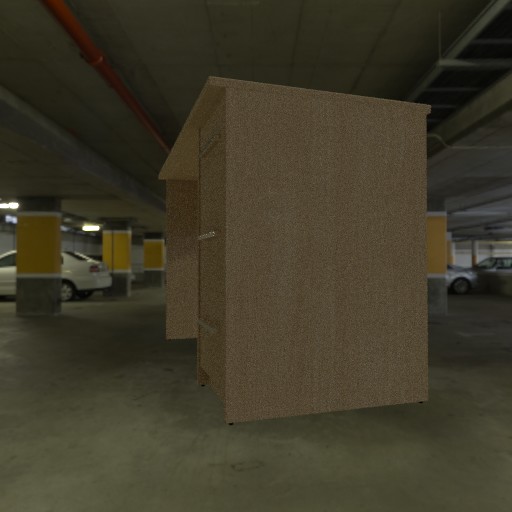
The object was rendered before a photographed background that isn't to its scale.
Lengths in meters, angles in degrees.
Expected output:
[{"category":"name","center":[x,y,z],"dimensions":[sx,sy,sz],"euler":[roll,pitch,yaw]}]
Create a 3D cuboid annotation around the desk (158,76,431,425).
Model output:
[{"category":"desk","center":[0.000,0.000,1.532],"dimensions":[0.560,0.735,1.097],"euler":[0,-1,-18]}]
